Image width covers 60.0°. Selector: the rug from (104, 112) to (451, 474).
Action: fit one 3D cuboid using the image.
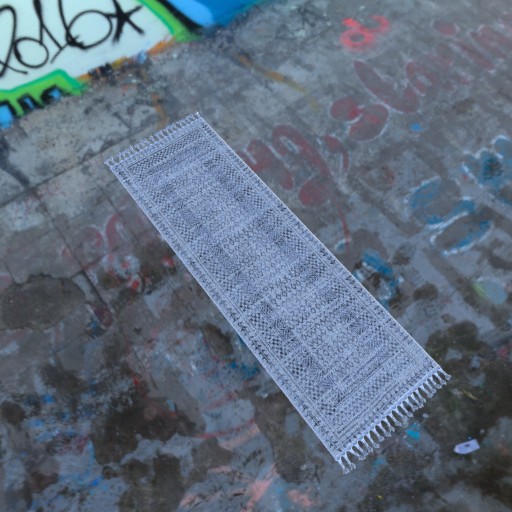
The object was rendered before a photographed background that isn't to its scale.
[{"bbox_3d":[0.000,0.000,2.729,0.786,0.013,2.480,-34,68,-16],"label":"rug"}]
